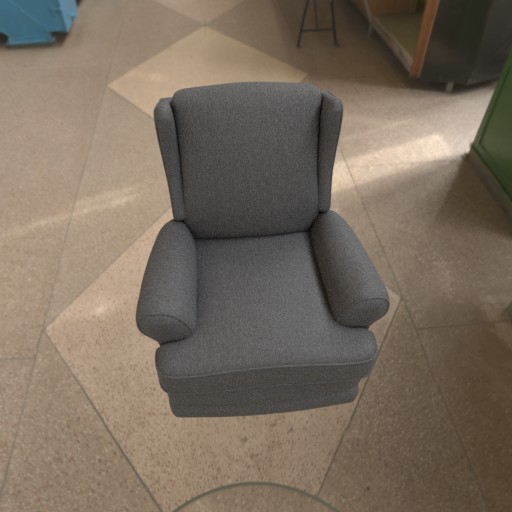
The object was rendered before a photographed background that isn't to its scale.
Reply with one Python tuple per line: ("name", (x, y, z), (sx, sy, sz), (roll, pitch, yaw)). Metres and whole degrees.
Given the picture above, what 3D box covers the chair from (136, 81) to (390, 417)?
("chair", (0.000, 0.000, 1.718), (0.847, 1.011, 0.969), (-4, 47, -4))
